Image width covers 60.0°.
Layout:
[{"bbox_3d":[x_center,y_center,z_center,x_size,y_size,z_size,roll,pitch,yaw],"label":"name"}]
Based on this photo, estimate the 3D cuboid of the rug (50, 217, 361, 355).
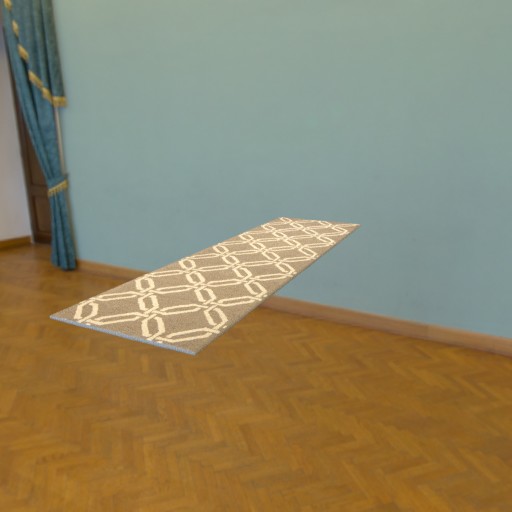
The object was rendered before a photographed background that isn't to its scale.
[{"bbox_3d":[0.000,0.000,2.562,0.678,0.014,2.276,8,17,25],"label":"rug"}]
